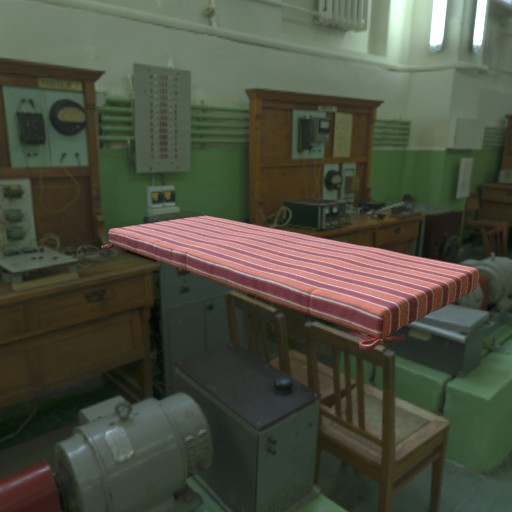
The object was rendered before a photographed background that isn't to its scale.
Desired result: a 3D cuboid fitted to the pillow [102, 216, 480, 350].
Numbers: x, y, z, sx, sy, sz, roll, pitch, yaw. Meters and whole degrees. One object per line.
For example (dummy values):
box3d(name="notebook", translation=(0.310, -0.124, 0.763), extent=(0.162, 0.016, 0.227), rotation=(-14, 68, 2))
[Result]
box3d(name="pillow", translation=(0.000, 0.000, 1.362), extent=(0.492, 0.081, 1.187), rotation=(-13, 19, -42))
